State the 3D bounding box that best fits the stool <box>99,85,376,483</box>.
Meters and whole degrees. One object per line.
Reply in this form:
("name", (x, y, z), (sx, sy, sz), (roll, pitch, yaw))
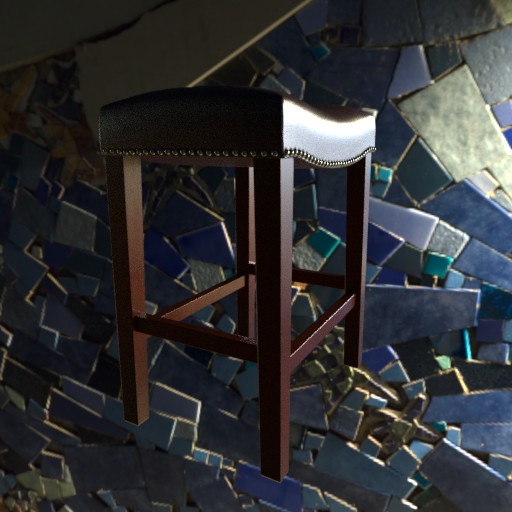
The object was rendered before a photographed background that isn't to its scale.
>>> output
("stool", (0.000, 0.000, 0.972), (0.372, 0.657, 0.504), (8, 16, 28))
